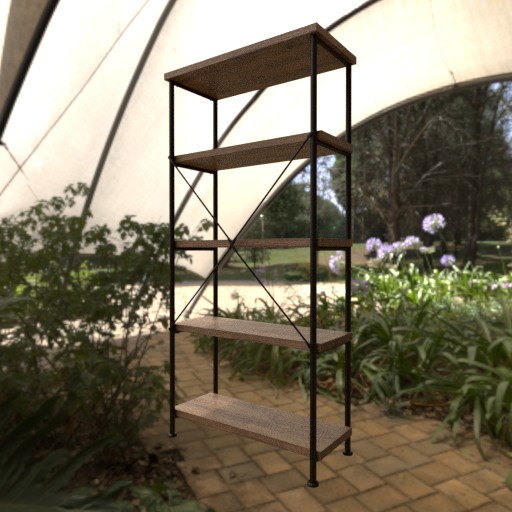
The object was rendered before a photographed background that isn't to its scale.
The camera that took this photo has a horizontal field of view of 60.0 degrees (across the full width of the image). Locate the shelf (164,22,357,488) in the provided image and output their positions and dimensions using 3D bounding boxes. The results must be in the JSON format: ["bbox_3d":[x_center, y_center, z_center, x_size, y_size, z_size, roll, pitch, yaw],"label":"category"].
[{"bbox_3d":[0.000,0.000,1.990,0.800,1.700,0.360,1,1,36],"label":"shelf"}]
